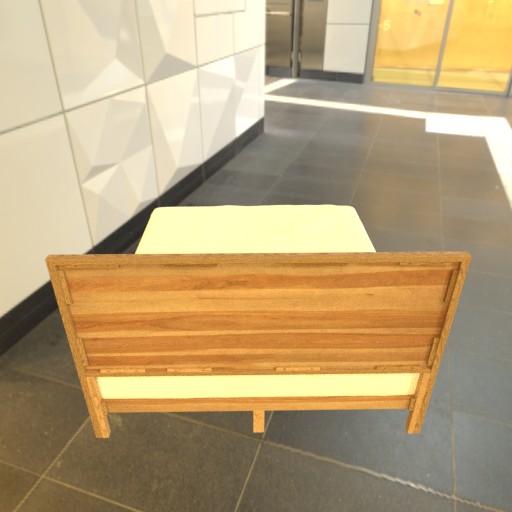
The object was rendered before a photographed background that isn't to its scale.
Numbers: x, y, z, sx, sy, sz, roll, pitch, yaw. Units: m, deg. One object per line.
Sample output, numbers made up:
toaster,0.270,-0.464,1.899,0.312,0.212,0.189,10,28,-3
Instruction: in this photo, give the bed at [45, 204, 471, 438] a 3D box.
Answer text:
bed,0.000,0.000,3.358,2.013,1.295,2.184,0,31,-1
